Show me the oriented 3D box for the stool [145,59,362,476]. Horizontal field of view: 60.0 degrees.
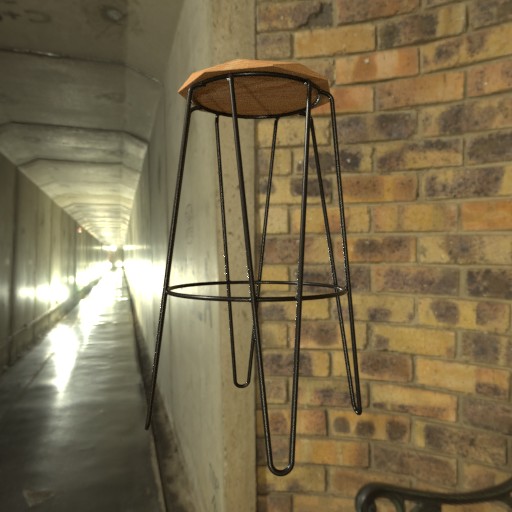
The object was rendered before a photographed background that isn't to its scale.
[{"bbox_3d":[0.000,0.000,0.807,0.326,0.610,0.326,1,1,35],"label":"stool"}]
